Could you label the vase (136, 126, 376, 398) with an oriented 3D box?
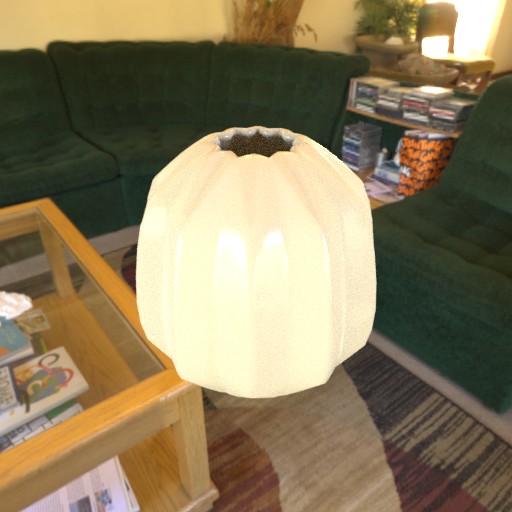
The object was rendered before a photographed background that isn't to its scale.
[{"bbox_3d":[0.000,0.000,0.253,0.139,0.134,0.139,0,32,0],"label":"vase"}]
